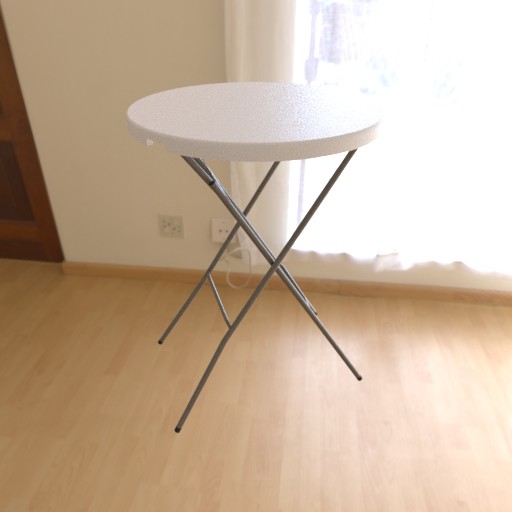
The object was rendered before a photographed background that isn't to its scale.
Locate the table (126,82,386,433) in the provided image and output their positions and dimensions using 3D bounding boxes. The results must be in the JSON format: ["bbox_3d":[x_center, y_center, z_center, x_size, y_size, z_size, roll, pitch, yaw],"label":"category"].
[{"bbox_3d":[0.000,0.000,1.673,0.795,1.105,0.792,-9,33,-15],"label":"table"}]
